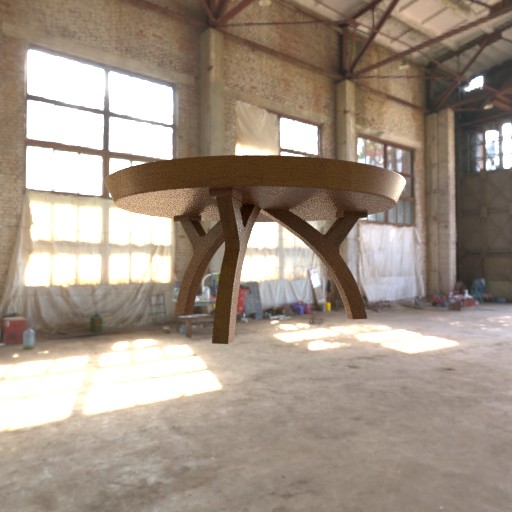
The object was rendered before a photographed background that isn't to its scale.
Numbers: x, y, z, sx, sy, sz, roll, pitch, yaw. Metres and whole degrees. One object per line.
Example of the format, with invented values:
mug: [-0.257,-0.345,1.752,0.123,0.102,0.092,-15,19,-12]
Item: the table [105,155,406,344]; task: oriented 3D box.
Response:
table: [0.000,0.000,1.567,1.016,0.470,1.016,0,-1,0]
